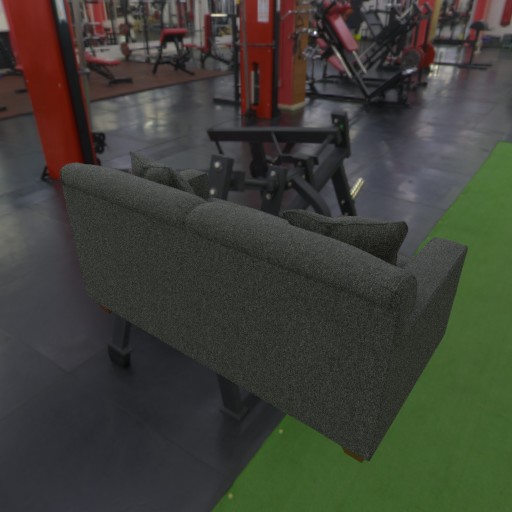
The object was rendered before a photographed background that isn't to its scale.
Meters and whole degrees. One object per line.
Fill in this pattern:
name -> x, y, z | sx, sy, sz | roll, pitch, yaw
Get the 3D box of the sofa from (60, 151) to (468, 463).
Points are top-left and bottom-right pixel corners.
sofa -> 0.000, 0.000, 2.337 | 1.846, 0.958, 0.998 | 21, 36, 32
